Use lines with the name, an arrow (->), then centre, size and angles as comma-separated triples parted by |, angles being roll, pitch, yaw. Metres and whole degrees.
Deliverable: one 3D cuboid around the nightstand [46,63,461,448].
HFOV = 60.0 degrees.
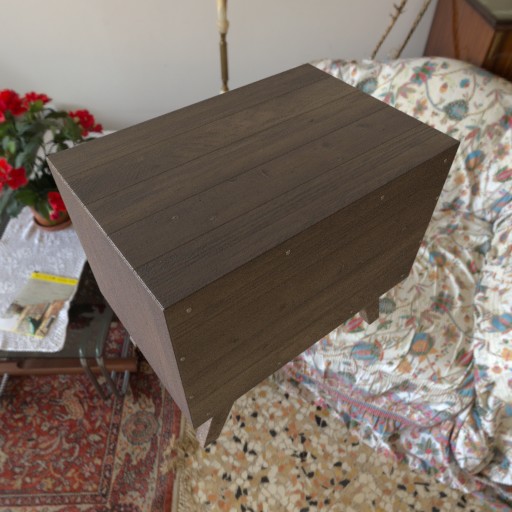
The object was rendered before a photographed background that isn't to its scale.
nightstand -> 0.000, 0.000, 1.054 | 0.650, 0.599, 0.450 | -29, 54, -25
